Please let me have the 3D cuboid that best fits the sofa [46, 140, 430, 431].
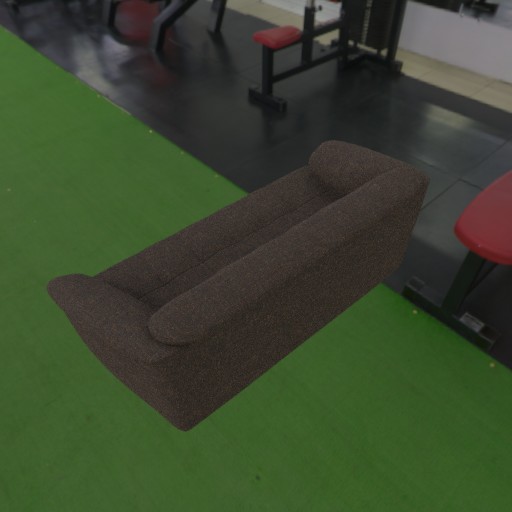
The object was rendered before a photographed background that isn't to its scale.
[{"bbox_3d":[0.000,0.000,2.281,1.849,0.790,0.887,-31,53,-27],"label":"sofa"}]
